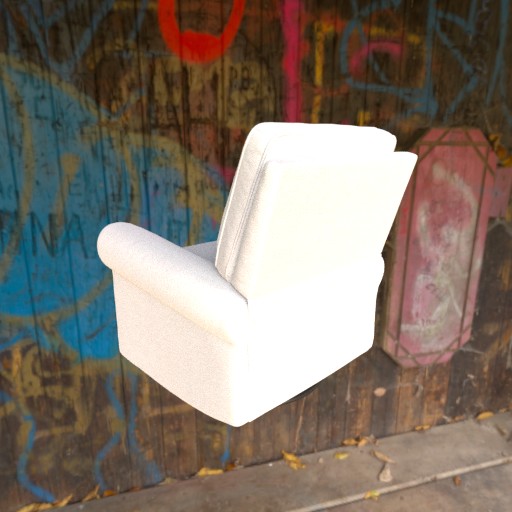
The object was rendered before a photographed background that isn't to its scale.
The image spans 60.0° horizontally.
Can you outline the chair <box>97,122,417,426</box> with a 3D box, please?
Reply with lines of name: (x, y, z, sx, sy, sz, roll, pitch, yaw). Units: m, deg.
chair: (0.000, 0.000, 1.691, 0.890, 0.960, 0.878, -15, 21, -42)
